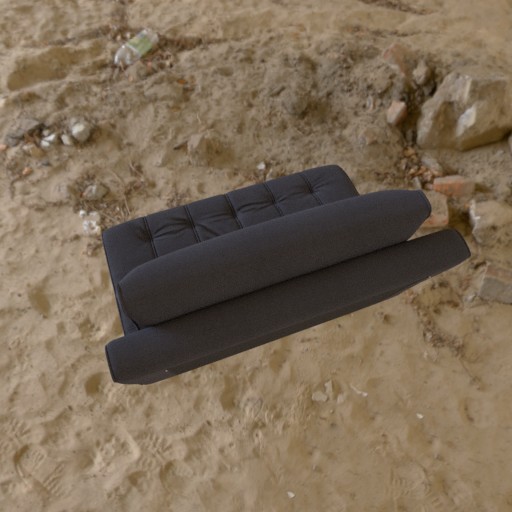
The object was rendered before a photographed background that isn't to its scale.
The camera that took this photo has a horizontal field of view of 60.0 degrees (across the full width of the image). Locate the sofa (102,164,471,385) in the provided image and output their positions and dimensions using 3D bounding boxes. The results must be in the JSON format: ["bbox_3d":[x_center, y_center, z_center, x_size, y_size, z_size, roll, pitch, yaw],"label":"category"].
[{"bbox_3d":[0.000,0.000,1.864,1.220,0.910,0.910,-18,59,-11],"label":"sofa"}]
